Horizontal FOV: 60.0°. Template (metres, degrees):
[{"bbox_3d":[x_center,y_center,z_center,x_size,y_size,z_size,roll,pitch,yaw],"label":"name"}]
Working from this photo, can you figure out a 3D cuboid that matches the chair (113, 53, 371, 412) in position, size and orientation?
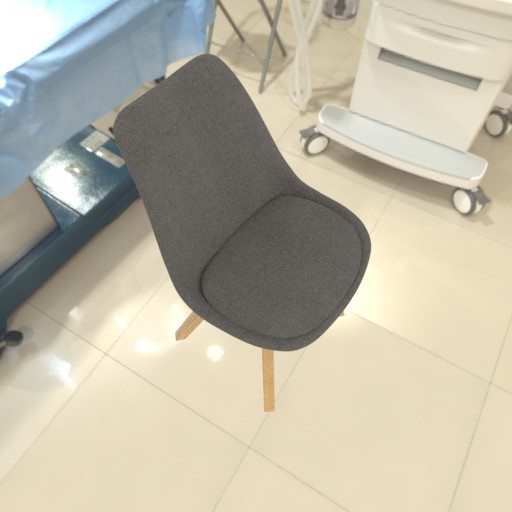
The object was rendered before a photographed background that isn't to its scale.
[{"bbox_3d":[0.000,0.000,1.197,0.550,0.850,0.485,34,64,19],"label":"chair"}]
